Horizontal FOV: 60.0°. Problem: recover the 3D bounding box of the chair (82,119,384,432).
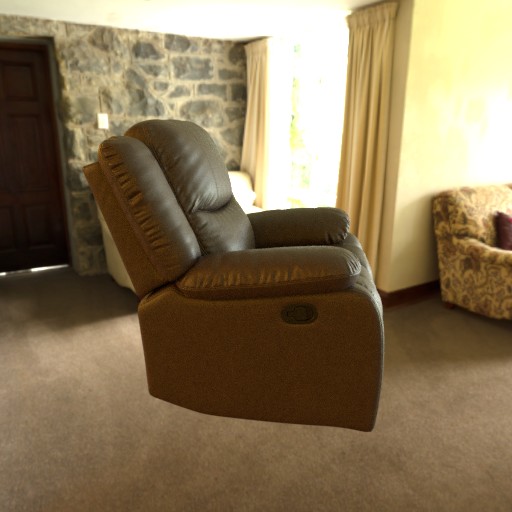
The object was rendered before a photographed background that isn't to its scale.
[{"bbox_3d":[0.000,0.000,1.711,0.934,1.009,0.899,2,16,8],"label":"chair"}]
